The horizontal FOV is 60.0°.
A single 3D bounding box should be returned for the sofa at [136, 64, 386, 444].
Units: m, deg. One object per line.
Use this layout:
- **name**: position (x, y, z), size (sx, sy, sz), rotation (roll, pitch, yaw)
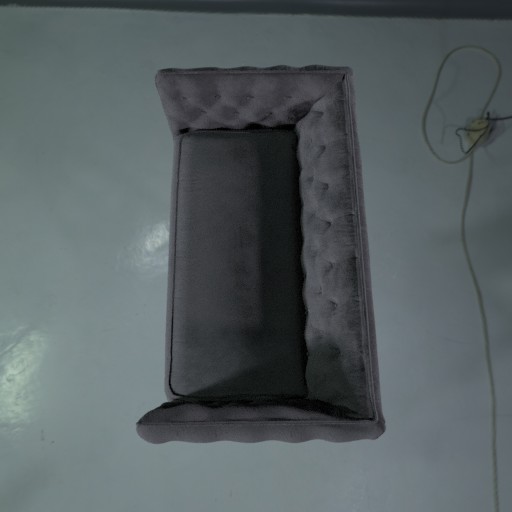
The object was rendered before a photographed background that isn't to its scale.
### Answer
- **sofa**: position (0.000, 0.000, 2.120), size (0.909, 0.810, 1.583), rotation (-1, 75, 0)
